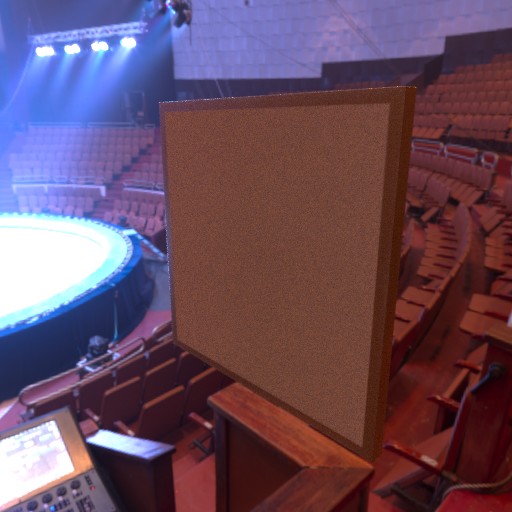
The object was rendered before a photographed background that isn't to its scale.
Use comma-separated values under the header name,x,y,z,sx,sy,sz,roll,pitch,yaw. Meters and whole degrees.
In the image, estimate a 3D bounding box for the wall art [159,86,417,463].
name,x,y,z,sx,sy,sz,roll,pitch,yaw
wall art,0.000,0.000,1.122,0.037,0.760,0.762,-15,22,-42
